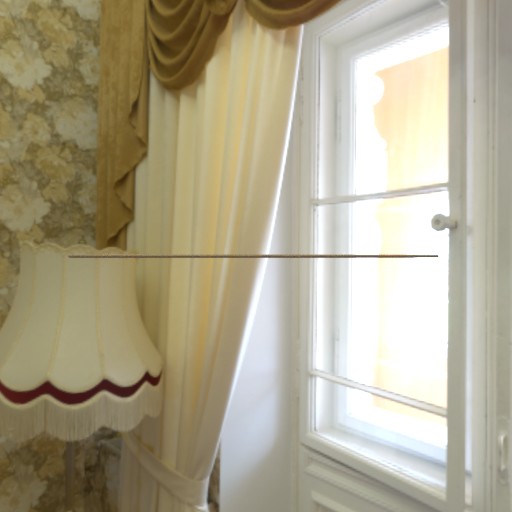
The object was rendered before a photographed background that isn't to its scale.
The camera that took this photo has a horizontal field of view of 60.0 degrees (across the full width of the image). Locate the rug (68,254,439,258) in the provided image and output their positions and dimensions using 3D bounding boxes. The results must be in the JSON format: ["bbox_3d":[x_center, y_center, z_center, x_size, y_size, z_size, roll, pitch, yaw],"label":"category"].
[{"bbox_3d":[0.000,0.000,2.950,1.528,0.014,2.294,0,0,1],"label":"rug"}]
